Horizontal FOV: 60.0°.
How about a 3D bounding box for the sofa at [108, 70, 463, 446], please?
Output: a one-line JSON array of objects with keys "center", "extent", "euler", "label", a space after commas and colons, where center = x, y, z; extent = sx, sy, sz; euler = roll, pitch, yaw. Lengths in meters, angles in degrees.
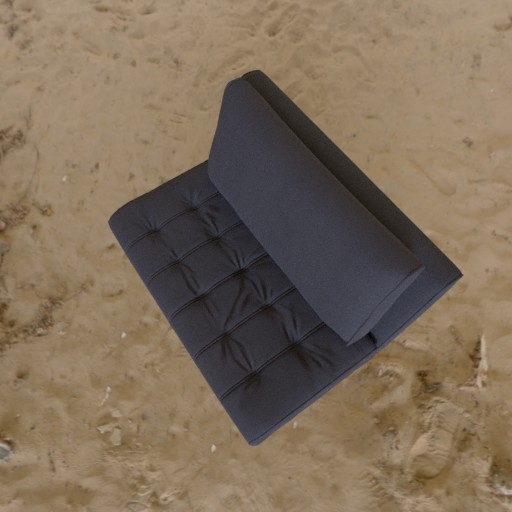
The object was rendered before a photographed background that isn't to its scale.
[{"center": [0.000, 0.000, 1.907], "extent": [0.910, 0.910, 1.220], "euler": [-32, 68, -15], "label": "sofa"}]
